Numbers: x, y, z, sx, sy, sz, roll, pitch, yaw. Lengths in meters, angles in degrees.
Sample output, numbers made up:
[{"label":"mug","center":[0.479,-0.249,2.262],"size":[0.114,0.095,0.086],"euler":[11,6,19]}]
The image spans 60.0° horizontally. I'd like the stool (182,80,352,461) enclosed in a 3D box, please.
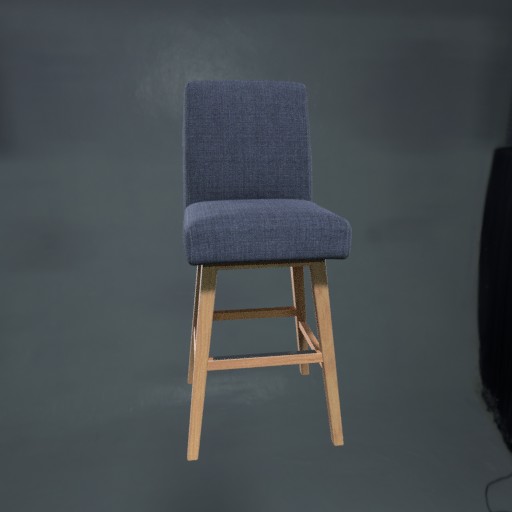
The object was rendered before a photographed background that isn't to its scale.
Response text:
[{"label":"stool","center":[0.000,0.000,1.433],"size":[0.483,1.112,0.570],"euler":[-2,16,-8]}]
